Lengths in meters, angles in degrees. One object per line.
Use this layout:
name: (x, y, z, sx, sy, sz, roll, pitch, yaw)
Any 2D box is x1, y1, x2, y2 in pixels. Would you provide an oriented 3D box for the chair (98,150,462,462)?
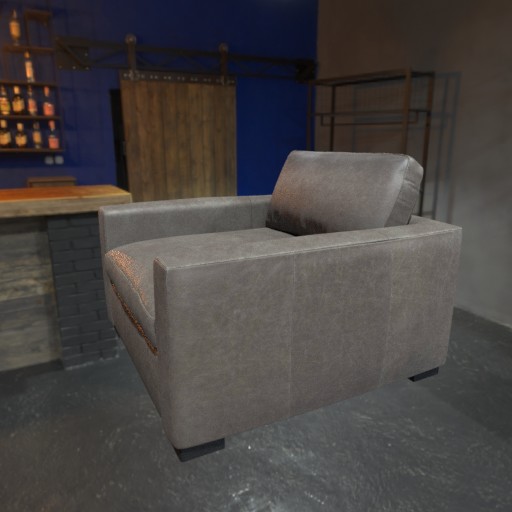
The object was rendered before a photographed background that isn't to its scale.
chair: (0.000, 0.000, 1.774, 1.080, 0.807, 1.106, -8, 17, -26)
